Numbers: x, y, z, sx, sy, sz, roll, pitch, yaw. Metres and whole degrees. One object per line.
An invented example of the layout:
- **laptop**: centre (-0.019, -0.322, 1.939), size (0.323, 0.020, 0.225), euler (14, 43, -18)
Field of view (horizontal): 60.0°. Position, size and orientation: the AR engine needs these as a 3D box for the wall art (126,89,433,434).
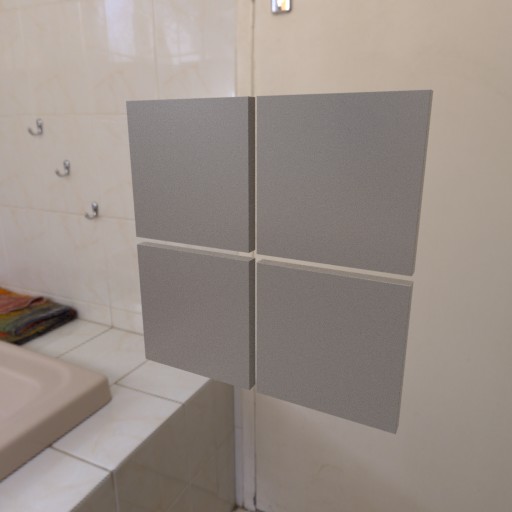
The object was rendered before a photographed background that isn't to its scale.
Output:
- **wall art**: centre (0.000, 0.000, 0.901), size (0.611, 0.611, 0.029), euler (8, 18, 27)
